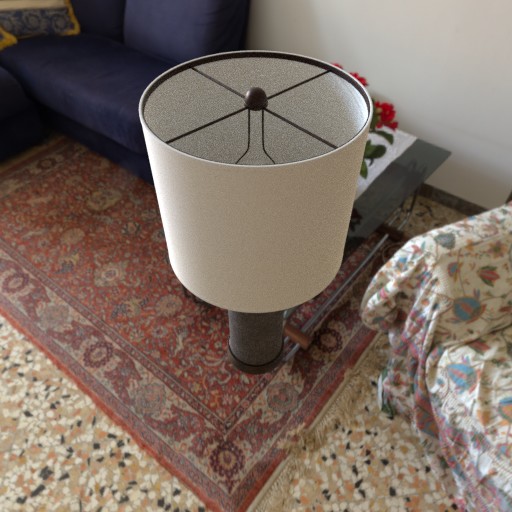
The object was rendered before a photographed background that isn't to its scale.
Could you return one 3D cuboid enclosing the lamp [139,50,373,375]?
[{"bbox_3d":[0.000,0.000,0.798,0.301,0.630,0.301,2,47,2],"label":"lamp"}]
